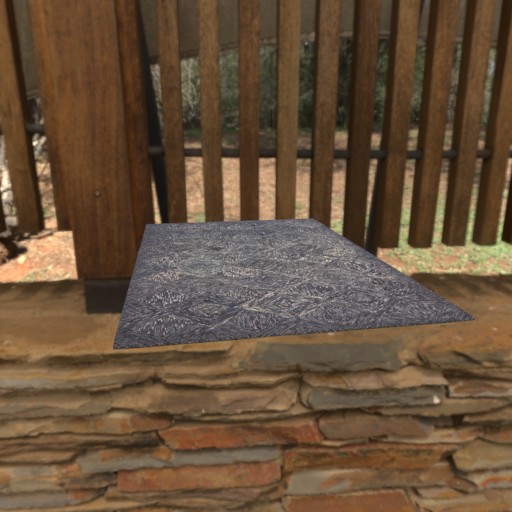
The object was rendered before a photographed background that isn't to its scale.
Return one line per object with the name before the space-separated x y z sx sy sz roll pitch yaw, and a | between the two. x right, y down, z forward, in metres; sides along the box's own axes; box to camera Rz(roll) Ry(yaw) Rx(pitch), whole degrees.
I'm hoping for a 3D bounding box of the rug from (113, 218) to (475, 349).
rug | 0.000 0.000 2.166 1.139 0.010 1.754 -3 16 -10
